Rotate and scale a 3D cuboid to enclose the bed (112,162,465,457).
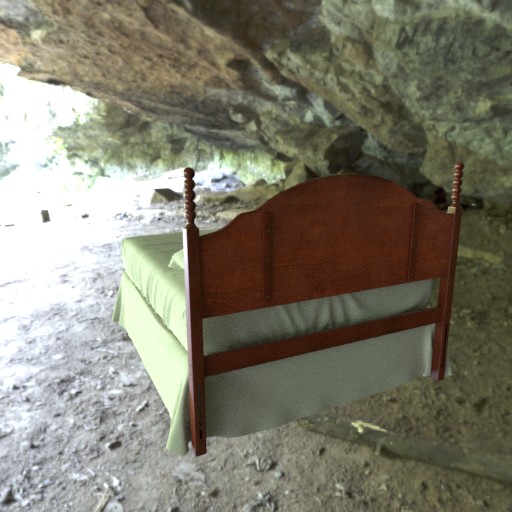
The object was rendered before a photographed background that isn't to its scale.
[{"bbox_3d":[0.000,0.000,3.183,1.873,1.356,2.040,-7,15,-25],"label":"bed"}]
